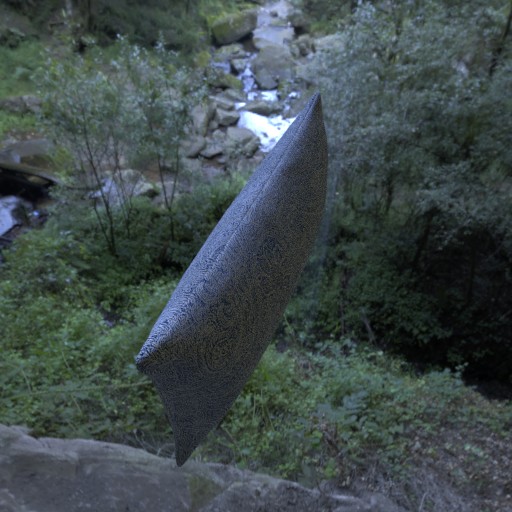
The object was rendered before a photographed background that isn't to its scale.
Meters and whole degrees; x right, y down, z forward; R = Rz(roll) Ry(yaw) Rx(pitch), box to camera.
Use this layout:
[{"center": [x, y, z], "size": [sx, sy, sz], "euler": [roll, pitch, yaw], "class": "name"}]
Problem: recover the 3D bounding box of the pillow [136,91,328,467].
[{"center": [0.000, 0.000, 0.728], "size": [0.151, 0.295, 0.615], "euler": [16, 48, 15], "class": "pillow"}]
